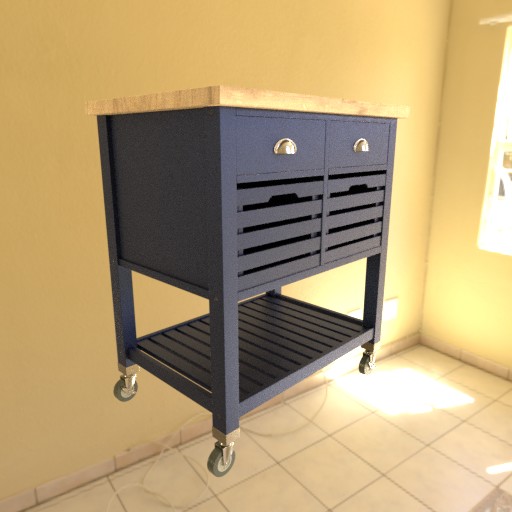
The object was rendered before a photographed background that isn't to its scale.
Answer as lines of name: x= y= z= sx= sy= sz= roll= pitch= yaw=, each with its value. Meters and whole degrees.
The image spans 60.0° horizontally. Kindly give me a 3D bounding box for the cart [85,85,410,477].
cart: x=0.000 y=0.000 z=1.418 sx=0.567 sy=0.920 sz=0.797 roll=14 pitch=20 yaw=43
